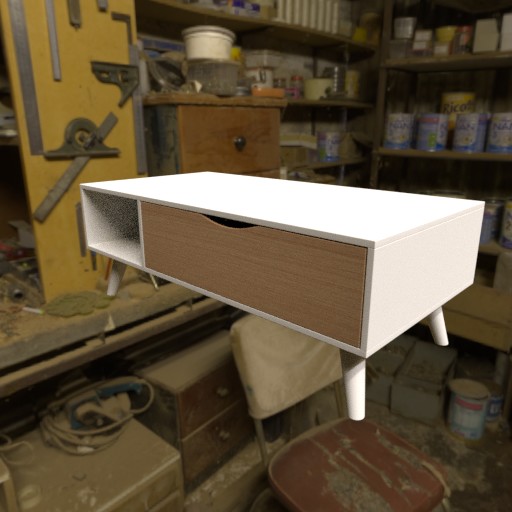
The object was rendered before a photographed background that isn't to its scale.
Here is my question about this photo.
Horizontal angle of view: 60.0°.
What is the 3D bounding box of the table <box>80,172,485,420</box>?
[{"bbox_3d":[0.000,0.000,1.487,1.194,0.432,0.609,15,22,42],"label":"table"}]
